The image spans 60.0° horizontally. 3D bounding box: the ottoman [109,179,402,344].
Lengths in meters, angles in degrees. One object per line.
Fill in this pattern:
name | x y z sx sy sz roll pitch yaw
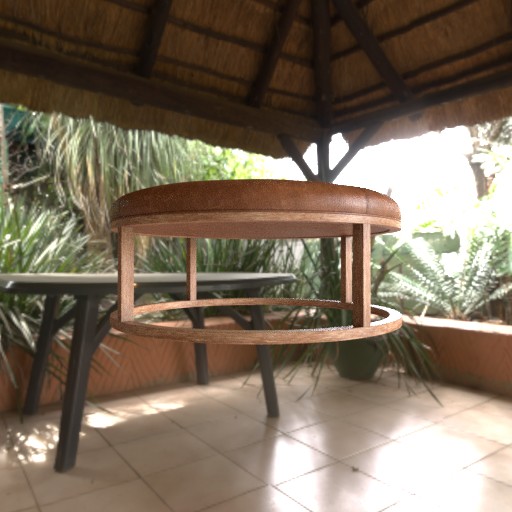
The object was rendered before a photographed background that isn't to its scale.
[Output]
ottoman | 0.000 0.000 1.593 1.006 0.445 1.006 0 0 0
